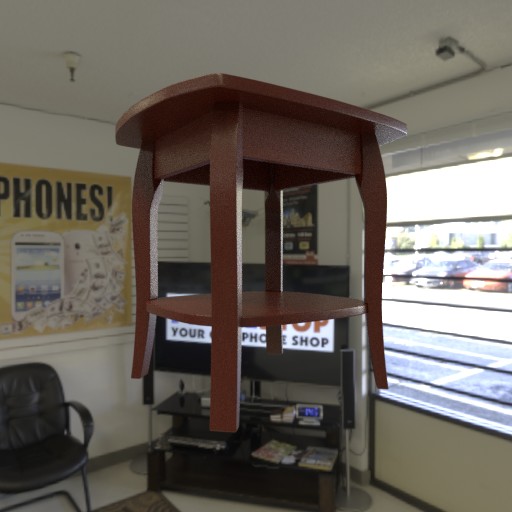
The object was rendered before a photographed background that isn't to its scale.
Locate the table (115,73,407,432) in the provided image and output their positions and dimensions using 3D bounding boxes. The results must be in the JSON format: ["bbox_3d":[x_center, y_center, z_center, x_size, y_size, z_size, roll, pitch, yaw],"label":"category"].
[{"bbox_3d":[0.000,0.000,0.876,0.502,0.496,0.433,0,1,-35],"label":"table"}]
